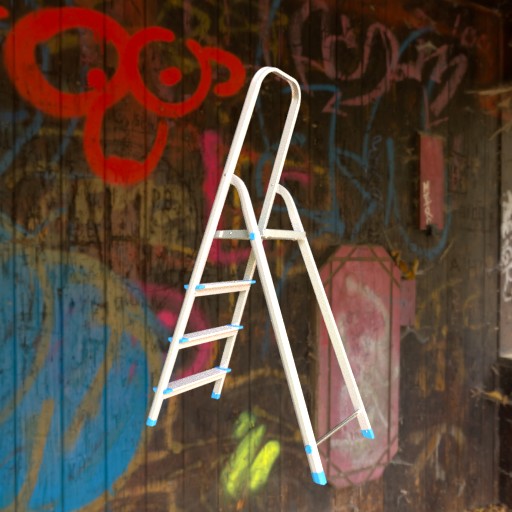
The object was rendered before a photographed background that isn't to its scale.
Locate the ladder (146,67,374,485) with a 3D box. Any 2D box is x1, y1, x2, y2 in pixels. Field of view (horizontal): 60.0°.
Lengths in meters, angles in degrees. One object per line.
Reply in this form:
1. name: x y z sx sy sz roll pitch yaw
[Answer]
1. ladder: 0.000 0.000 1.811 0.842 1.434 0.445 1 1 36
